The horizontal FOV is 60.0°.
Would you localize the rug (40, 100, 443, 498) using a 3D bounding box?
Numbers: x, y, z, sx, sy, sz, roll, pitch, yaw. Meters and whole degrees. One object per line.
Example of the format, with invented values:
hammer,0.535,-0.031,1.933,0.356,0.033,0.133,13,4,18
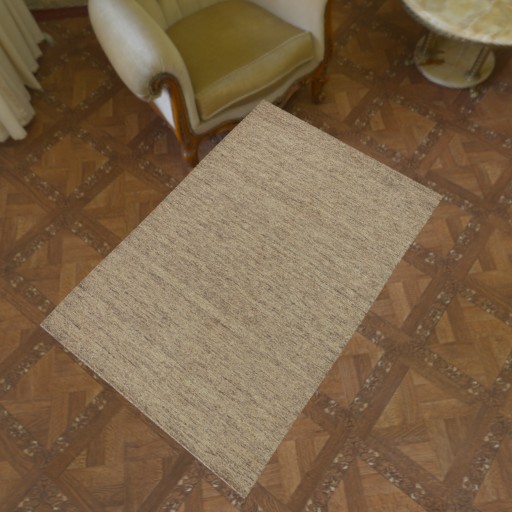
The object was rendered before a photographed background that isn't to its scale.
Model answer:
rug,0.000,0.000,2.862,1.547,0.013,2.283,33,68,15
